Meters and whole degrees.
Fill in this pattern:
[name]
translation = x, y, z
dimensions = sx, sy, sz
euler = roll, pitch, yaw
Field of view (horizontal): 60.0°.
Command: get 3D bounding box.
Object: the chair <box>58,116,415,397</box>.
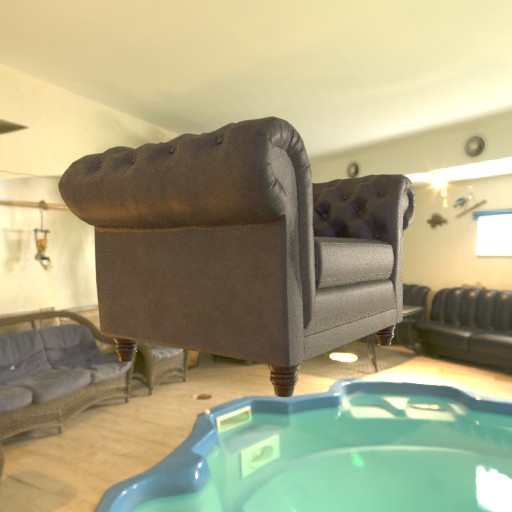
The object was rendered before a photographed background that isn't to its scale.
[chair]
translation = 0.000, 0.000, 1.831
dimensions = 0.943, 0.780, 1.298
euler = 0, 1, 35
